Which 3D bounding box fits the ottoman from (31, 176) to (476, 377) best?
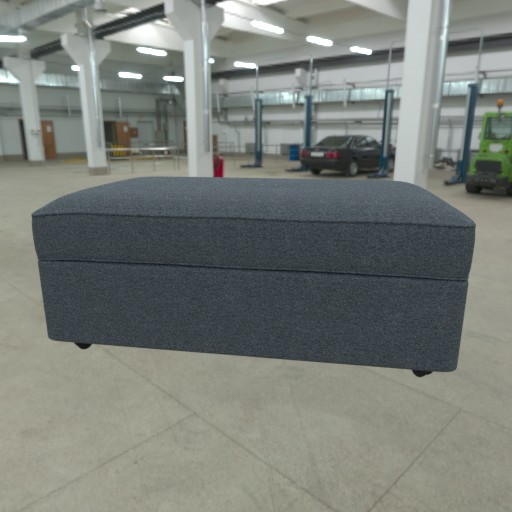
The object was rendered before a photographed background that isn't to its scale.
[{"bbox_3d":[0.000,0.000,1.487,1.173,0.494,0.681,3,16,9],"label":"ottoman"}]
